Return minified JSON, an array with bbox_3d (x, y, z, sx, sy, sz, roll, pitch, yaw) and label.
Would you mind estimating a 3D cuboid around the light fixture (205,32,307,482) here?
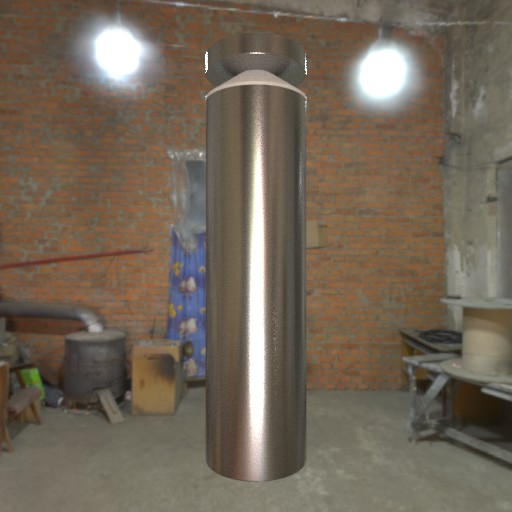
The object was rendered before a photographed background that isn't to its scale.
[{"bbox_3d":[0.000,0.000,0.444,0.102,0.400,0.102,1,-1,-38],"label":"light fixture"}]
